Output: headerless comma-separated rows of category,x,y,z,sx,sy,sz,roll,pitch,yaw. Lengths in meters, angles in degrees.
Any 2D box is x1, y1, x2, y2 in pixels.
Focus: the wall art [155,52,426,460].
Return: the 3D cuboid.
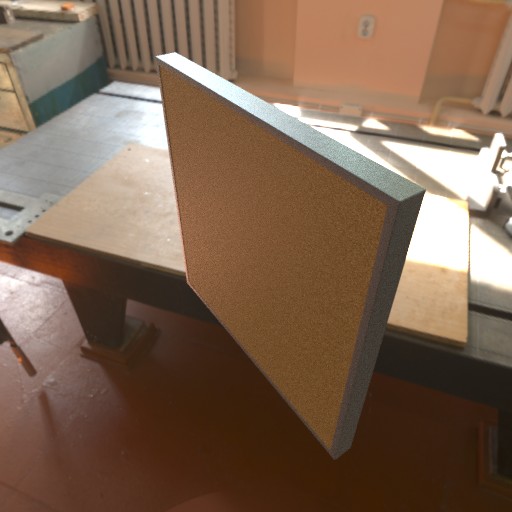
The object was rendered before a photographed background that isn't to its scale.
wall art,0.000,0.000,0.500,0.028,0.349,0.349,-25,46,-26
